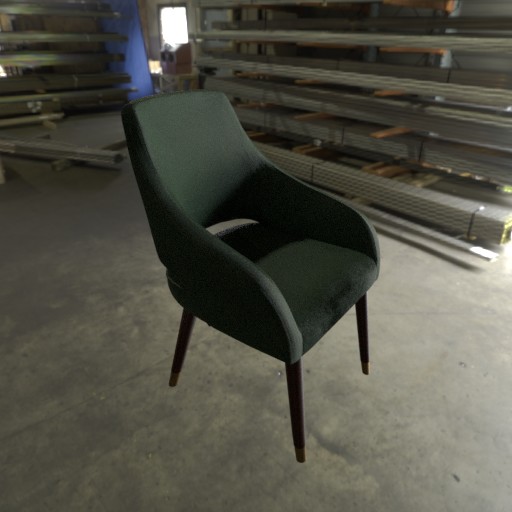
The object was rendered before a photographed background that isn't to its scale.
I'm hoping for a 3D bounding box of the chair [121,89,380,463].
[{"bbox_3d":[0.000,0.000,1.627,0.794,1.081,0.683,19,32,32],"label":"chair"}]
